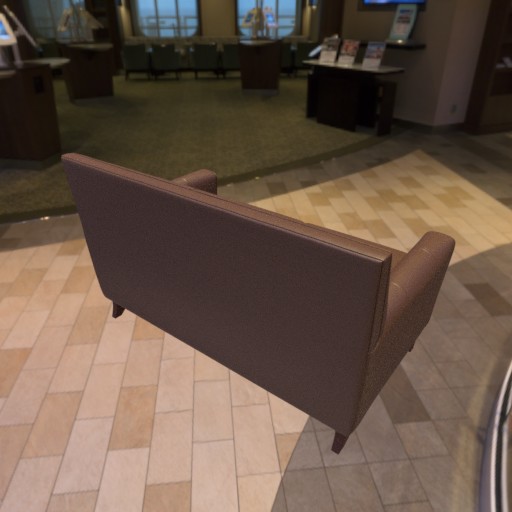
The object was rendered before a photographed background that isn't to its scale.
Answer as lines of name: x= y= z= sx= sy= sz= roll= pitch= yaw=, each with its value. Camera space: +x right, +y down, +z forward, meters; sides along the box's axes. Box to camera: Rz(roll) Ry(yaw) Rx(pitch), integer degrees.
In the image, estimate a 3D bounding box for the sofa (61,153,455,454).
sofa: x=0.000 y=0.000 z=1.996 sx=1.468 sy=0.859 sz=0.853 roll=21 pitch=35 yaw=33
